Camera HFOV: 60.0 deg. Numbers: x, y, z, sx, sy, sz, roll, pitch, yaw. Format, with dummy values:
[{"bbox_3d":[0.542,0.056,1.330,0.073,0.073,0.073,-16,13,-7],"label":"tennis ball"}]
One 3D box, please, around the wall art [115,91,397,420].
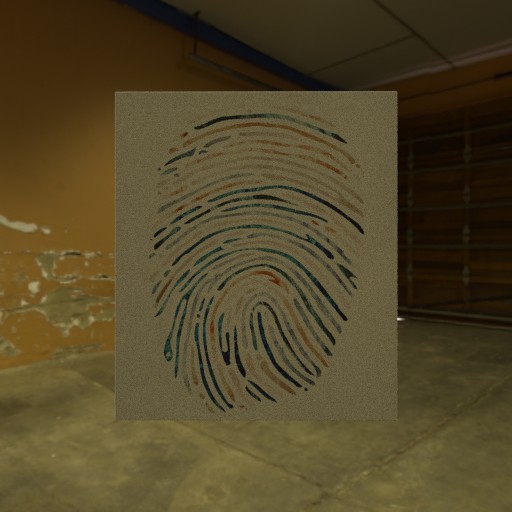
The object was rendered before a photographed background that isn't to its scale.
[{"bbox_3d":[0.000,0.000,0.967,0.609,0.710,0.021,0,0,0],"label":"wall art"}]
